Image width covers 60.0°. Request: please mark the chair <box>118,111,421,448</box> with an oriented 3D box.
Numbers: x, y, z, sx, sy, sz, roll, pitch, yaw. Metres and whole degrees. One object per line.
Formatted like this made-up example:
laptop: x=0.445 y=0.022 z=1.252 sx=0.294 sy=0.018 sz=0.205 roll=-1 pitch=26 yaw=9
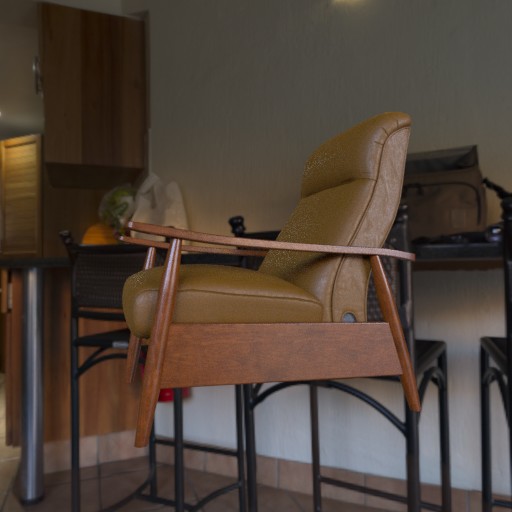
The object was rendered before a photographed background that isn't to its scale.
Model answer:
chair: x=0.000 y=0.000 z=1.739 sx=1.014 sy=1.082 sz=0.762 roll=0 pitch=-1 yaw=-19
